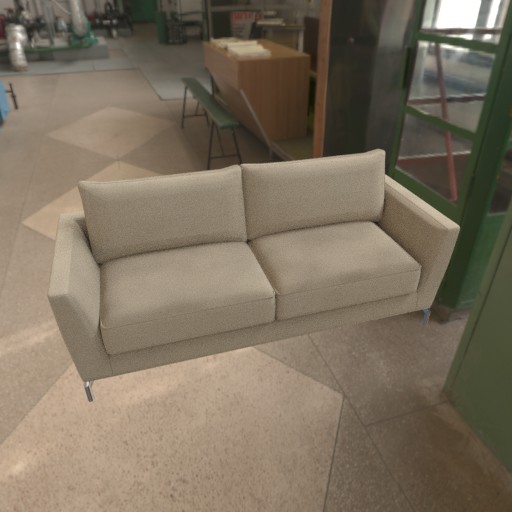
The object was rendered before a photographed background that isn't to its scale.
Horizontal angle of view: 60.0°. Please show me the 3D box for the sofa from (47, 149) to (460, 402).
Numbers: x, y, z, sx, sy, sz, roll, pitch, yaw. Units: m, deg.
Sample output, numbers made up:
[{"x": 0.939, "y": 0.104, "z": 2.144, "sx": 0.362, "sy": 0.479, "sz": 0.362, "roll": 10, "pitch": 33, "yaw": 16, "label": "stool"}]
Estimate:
[{"x": 0.000, "y": 0.000, "z": 2.714, "sx": 2.214, "sy": 1.005, "sz": 0.868, "roll": -9, "pitch": 34, "yaw": -14, "label": "sofa"}]
